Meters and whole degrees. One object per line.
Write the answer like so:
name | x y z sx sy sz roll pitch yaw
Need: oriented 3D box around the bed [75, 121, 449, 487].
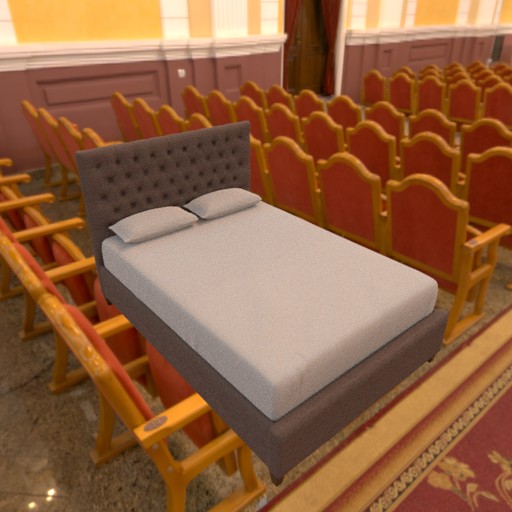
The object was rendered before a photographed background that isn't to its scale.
bed | 0.000 0.000 3.397 1.698 1.427 2.387 -22 36 -34
